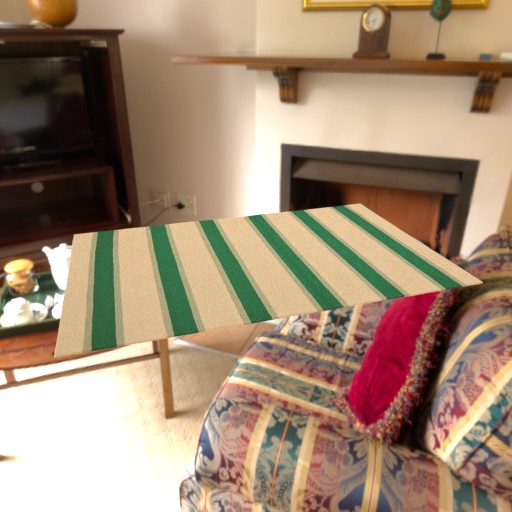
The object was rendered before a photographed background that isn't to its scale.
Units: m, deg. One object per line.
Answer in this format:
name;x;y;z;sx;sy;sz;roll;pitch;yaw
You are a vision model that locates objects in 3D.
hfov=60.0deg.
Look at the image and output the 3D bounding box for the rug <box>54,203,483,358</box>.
rug;0.000;0.000;3.037;2.436;0.015;1.521;-8;27;-15
